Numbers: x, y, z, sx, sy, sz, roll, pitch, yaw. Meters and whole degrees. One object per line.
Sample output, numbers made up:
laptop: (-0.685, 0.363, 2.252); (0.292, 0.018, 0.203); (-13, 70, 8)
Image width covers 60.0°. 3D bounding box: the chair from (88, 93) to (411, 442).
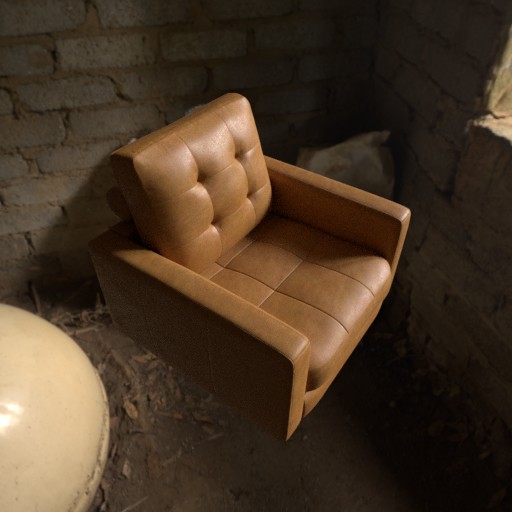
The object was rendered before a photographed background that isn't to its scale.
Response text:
chair: (0.000, 0.000, 1.598); (0.868, 0.896, 0.831); (26, 48, 26)
